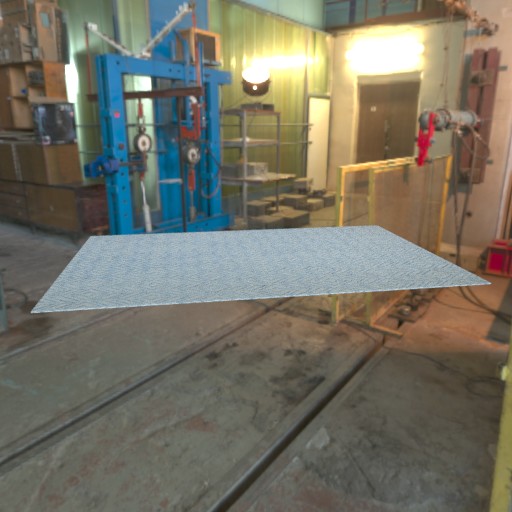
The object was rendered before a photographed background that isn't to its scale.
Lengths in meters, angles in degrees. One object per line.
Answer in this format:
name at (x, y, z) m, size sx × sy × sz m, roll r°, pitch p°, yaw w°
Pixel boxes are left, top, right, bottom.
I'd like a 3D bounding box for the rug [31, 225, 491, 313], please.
rug at (0.000, 0.000, 3.034) m, size 2.441 × 0.008 × 1.526 m, roll -3°, pitch 17°, yaw -9°
